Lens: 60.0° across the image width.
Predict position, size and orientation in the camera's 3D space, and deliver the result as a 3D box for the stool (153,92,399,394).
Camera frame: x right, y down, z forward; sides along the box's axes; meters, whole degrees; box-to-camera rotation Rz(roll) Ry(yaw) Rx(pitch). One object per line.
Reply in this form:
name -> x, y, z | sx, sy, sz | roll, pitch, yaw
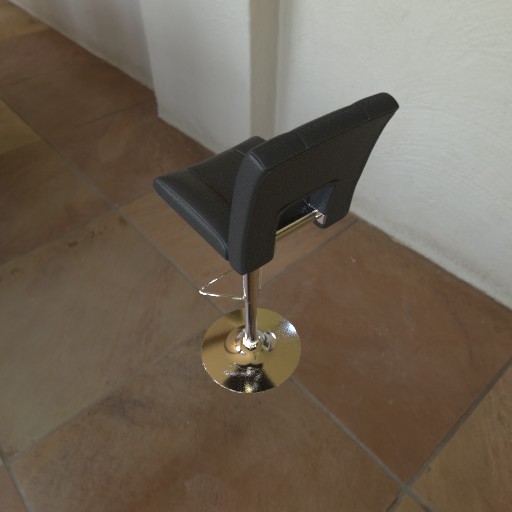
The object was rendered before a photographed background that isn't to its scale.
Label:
stool -> 0.000, 0.000, 1.412 | 0.415, 1.151, 0.520 | -30, 53, -26
